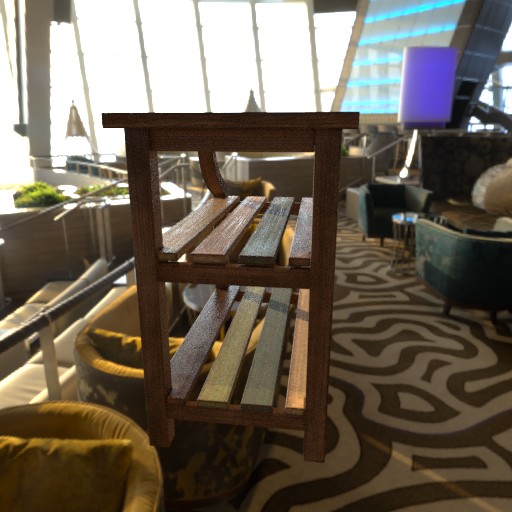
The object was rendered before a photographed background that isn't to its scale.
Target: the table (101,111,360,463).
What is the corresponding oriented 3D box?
[{"bbox_3d":[0.000,0.000,0.969,0.356,0.584,0.609,2,17,8],"label":"table"}]
